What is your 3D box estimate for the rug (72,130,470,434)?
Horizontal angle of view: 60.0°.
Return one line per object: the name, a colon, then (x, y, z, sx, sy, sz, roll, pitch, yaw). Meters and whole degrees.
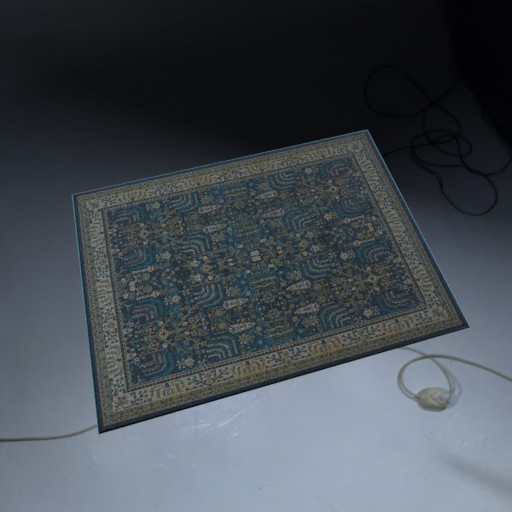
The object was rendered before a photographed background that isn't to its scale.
rug: (0.000, 0.000, 3.953, 3.044, 0.015, 2.226, -14, 64, -7)
